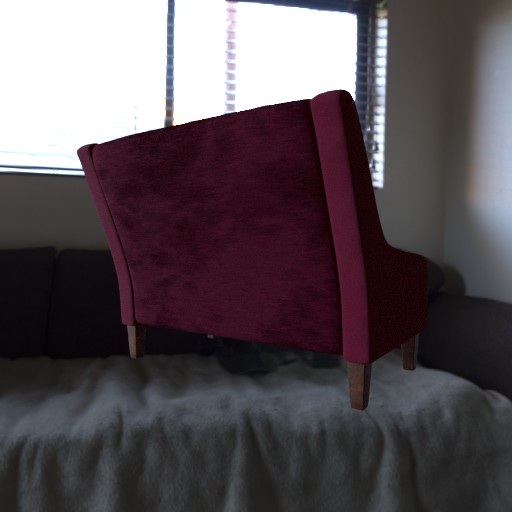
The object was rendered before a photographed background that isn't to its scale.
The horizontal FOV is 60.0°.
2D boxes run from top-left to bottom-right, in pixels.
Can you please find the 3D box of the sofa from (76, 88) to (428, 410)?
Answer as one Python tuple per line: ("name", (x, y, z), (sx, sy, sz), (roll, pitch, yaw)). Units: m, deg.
("sofa", (0.000, 0.000, 1.934), (1.242, 0.976, 0.946), (1, 2, 36))
